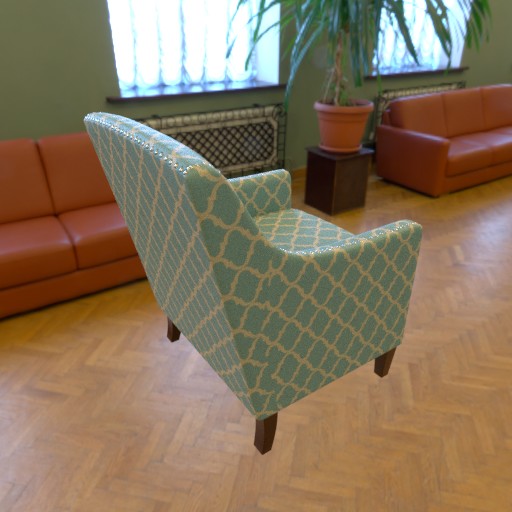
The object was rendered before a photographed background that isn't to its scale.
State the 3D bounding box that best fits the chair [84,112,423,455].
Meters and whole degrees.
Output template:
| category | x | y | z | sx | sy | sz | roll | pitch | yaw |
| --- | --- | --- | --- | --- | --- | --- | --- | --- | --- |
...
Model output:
| category | x | y | z | sx | sy | sz | roll | pitch | yaw |
| --- | --- | --- | --- | --- | --- | --- | --- | --- | --- |
| chair | 0.000 | 0.000 | 1.291 | 0.686 | 0.817 | 0.617 | -18 | 33 | -30 |
